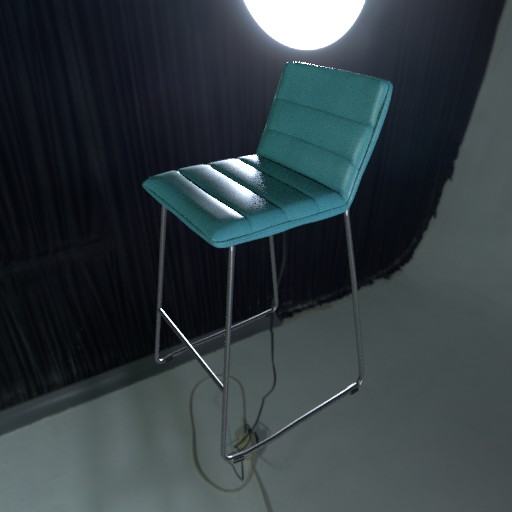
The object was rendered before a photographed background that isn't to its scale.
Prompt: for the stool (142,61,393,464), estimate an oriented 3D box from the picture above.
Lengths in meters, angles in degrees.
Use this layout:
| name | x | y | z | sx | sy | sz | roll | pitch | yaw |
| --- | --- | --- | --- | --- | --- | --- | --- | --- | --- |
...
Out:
| name | x | y | z | sx | sy | sz | roll | pitch | yaw |
| --- | --- | --- | --- | --- | --- | --- | --- | --- | --- |
| stool | 0.000 | 0.000 | 1.240 | 0.524 | 0.936 | 0.489 | -20 | 37 | -29 |
